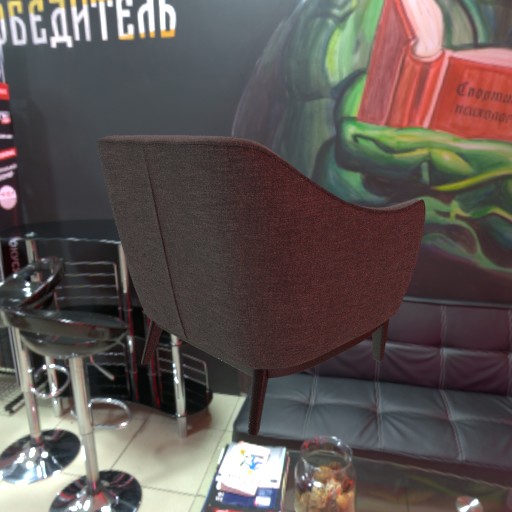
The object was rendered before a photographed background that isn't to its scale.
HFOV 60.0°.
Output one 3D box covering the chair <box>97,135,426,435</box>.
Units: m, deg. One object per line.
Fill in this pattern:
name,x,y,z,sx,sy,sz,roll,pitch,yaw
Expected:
chair,0.000,0.000,1.574,0.870,0.829,0.851,15,21,43
